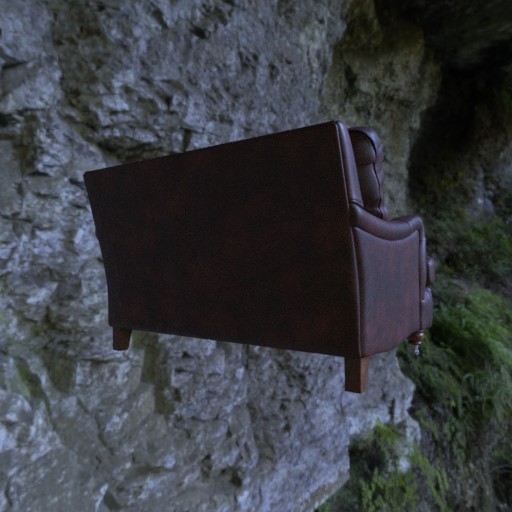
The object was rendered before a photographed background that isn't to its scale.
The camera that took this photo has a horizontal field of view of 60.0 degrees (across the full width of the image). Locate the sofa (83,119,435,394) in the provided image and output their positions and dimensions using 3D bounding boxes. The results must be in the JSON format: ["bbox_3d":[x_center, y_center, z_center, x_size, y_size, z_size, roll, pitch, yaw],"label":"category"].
[{"bbox_3d":[0.000,0.000,2.407,1.628,1.070,1.148,-1,-1,35],"label":"sofa"}]
